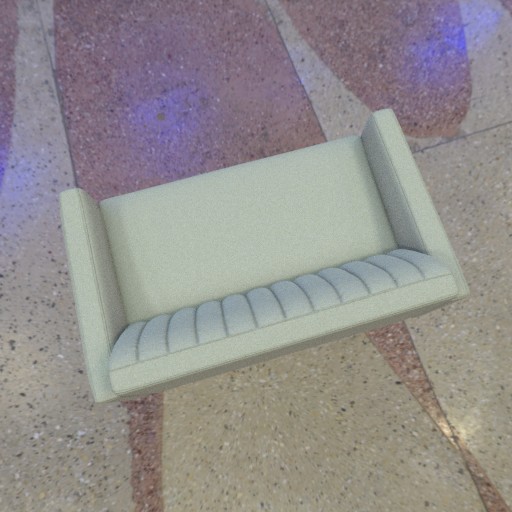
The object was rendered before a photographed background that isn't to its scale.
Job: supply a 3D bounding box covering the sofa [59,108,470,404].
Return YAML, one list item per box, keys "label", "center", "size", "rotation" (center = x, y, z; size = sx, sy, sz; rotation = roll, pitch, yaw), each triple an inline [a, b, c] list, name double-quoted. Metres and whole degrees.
- label: "sofa"
  center: [0.000, 0.000, 2.117]
  size: [1.585, 0.801, 0.950]
  rotation: [-15, 74, -4]
